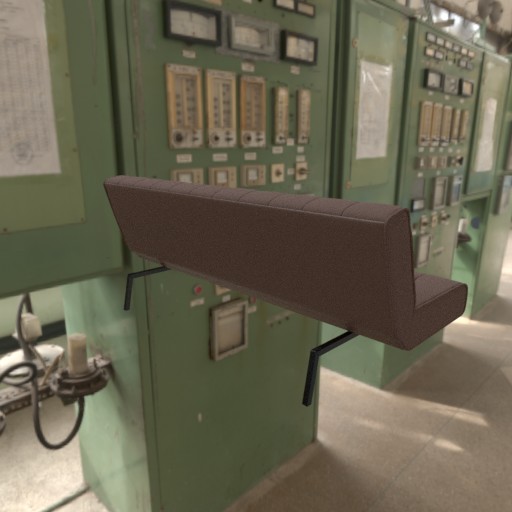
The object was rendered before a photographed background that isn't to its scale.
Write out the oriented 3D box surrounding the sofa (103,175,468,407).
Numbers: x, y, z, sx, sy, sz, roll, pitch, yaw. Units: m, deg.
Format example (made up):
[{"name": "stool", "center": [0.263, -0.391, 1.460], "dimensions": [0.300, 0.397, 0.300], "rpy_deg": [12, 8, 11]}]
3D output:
[{"name": "sofa", "center": [0.000, 0.000, 2.119], "dimensions": [0.747, 0.699, 1.703], "rpy_deg": [-14, 20, -43]}]
